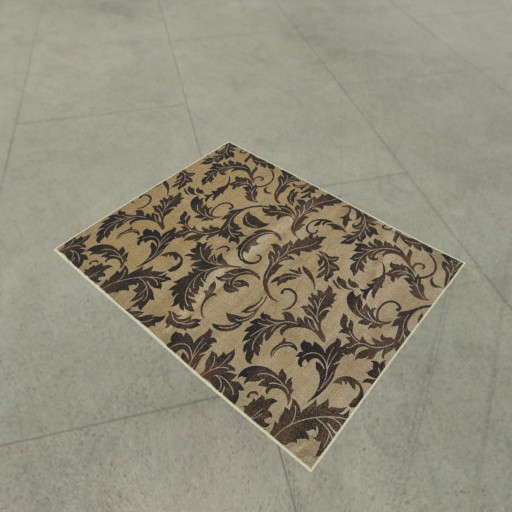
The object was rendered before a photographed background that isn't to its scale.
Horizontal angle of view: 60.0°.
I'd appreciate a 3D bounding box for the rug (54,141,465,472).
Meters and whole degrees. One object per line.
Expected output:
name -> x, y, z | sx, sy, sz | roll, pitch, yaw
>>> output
rug -> 0.000, 0.000, 4.074 | 2.977, 0.008, 2.380 | 33, 56, 26
